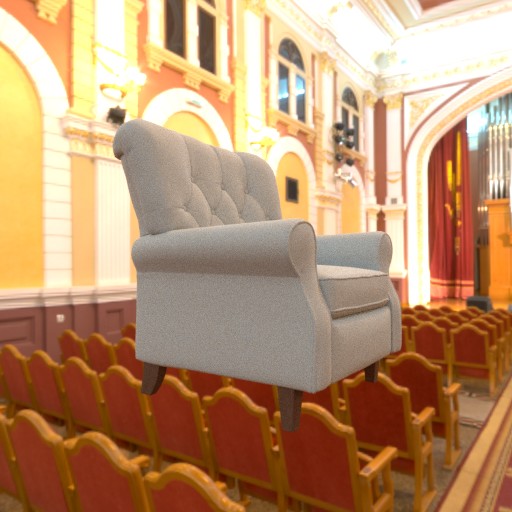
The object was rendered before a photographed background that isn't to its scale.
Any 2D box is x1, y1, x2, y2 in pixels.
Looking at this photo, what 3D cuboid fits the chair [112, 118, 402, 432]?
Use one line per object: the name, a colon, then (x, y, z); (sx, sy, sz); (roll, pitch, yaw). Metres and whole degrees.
chair: (0.000, 0.000, 2.091); (1.128, 1.217, 1.090); (0, -1, 35)
